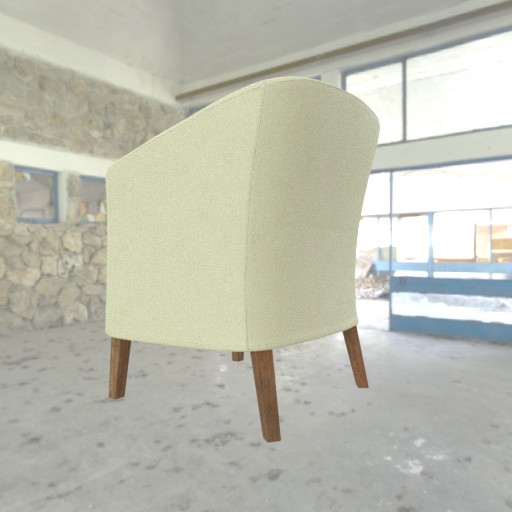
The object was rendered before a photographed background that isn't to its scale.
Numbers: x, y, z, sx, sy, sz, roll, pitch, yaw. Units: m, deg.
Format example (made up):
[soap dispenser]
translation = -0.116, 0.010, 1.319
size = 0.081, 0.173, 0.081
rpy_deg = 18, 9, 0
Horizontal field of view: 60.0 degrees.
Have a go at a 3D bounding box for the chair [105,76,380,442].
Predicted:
[chair]
translation = 0.000, 0.000, 1.333
size = 0.657, 0.822, 0.643
rpy_deg = 0, 0, 37
